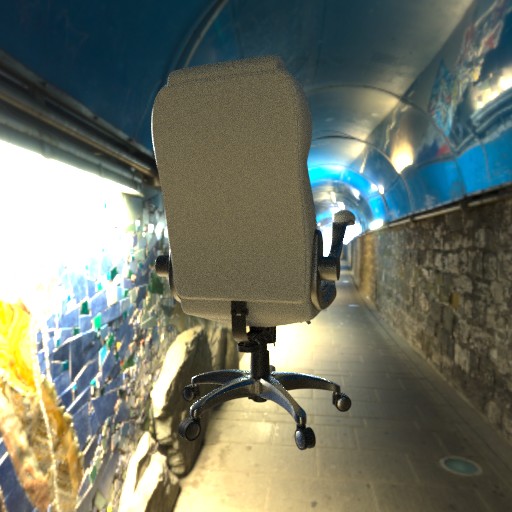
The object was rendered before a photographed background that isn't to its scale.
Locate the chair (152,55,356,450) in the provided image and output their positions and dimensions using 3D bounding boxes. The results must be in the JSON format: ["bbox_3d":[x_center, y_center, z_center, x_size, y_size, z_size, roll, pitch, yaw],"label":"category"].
[{"bbox_3d":[0.000,0.000,1.846,0.755,1.330,0.806,0,1,20],"label":"chair"}]
